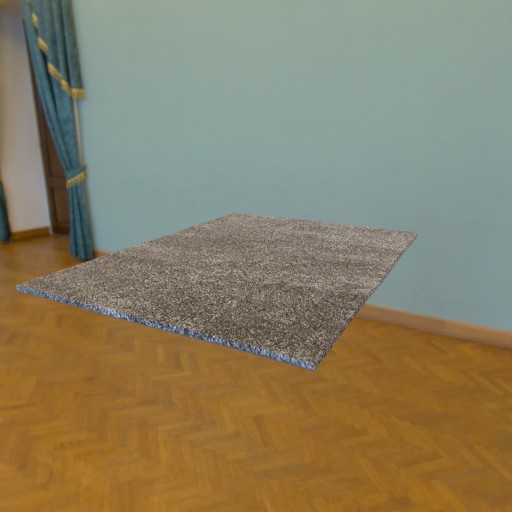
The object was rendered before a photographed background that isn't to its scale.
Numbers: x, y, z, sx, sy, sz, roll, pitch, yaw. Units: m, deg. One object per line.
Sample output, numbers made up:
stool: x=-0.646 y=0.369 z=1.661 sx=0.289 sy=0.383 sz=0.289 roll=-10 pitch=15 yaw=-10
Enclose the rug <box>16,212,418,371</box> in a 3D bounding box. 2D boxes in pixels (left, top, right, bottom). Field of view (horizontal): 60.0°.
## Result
rug: x=0.000 y=0.000 z=2.073 sx=1.198 sy=0.025 sz=1.601 roll=9 pitch=19 yaw=27
